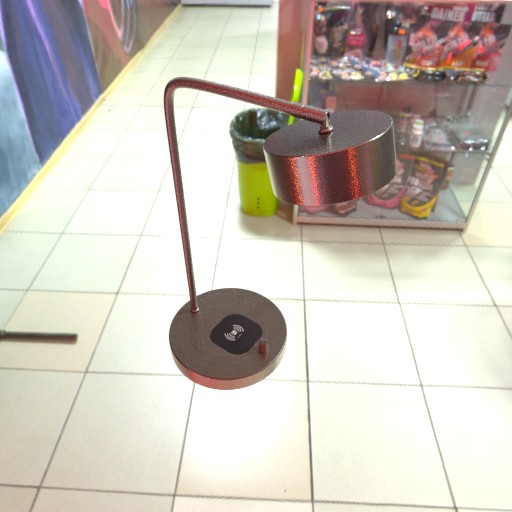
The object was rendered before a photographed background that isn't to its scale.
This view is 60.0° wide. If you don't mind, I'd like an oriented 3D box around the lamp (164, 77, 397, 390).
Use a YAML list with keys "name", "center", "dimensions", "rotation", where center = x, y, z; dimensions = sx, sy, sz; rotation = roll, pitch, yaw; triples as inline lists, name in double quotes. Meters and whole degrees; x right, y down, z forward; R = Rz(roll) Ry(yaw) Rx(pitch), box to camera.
- name: "lamp"
  center: [0.000, 0.000, 0.635]
  dimensions: [0.334, 0.469, 0.211]
  rotation: [25, 47, 26]
